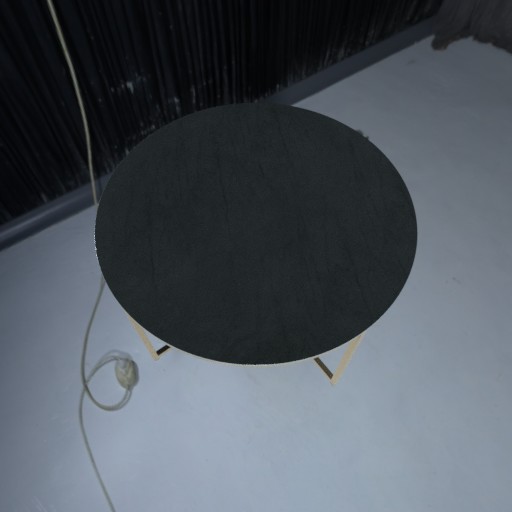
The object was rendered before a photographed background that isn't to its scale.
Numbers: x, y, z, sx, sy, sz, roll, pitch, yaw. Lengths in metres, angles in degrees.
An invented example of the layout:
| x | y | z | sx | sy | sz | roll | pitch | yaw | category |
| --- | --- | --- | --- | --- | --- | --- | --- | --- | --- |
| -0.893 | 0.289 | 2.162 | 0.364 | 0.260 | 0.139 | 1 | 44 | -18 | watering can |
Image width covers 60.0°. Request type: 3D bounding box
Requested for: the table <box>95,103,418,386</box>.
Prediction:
| x | y | z | sx | sy | sz | roll | pitch | yaw | category |
| --- | --- | --- | --- | --- | --- | --- | --- | --- | --- |
| 0.000 | 0.000 | 1.309 | 0.800 | 0.450 | 0.800 | 0 | 59 | 0 | table |
